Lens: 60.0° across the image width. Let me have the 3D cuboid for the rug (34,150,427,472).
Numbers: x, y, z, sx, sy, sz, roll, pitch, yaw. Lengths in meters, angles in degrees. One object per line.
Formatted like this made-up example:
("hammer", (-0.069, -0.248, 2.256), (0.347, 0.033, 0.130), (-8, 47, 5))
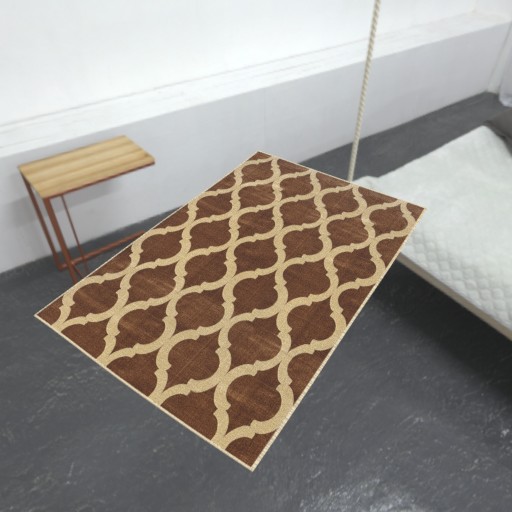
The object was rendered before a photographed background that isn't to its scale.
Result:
("rug", (0.000, 0.000, 2.889), (1.522, 0.008, 2.284), (25, 48, 25))
